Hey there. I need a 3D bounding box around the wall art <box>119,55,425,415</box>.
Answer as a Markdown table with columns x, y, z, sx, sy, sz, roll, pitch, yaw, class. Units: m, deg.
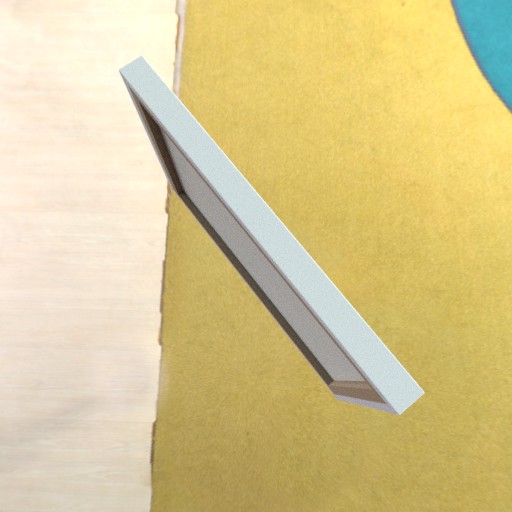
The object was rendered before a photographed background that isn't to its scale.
| x | y | z | sx | sy | sz | roll | pitch | yaw | class |
| --- | --- | --- | --- | --- | --- | --- | --- | --- | --- |
| 0.000 | 0.000 | 0.792 | 0.042 | 0.414 | 0.608 | -37 | 78 | -9 | wall art |
